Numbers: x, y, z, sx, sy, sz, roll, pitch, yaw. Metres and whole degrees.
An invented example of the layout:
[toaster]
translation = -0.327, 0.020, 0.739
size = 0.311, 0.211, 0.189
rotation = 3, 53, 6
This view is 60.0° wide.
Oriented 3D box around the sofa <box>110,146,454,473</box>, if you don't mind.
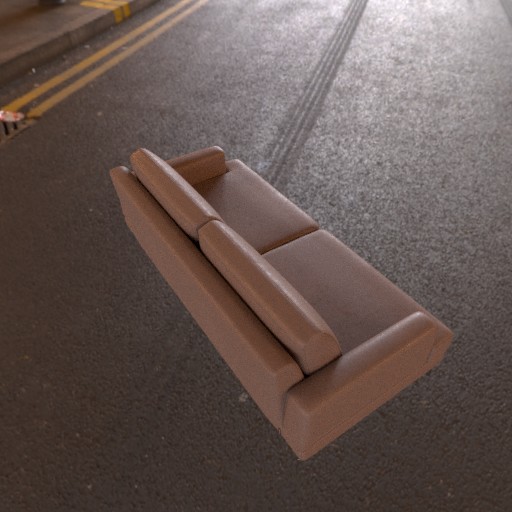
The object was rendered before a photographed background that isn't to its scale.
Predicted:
[sofa]
translation = 0.000, 0.000, 2.452
size = 0.974, 0.765, 1.940
rotation = -25, 48, -24
